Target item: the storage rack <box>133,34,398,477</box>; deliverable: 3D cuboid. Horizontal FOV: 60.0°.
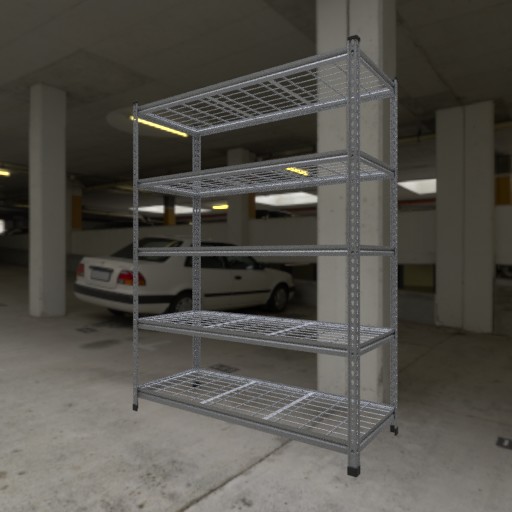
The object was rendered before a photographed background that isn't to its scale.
[{"bbox_3d":[0.000,0.000,2.665,1.524,1.981,0.610,0,0,35],"label":"storage rack"}]
